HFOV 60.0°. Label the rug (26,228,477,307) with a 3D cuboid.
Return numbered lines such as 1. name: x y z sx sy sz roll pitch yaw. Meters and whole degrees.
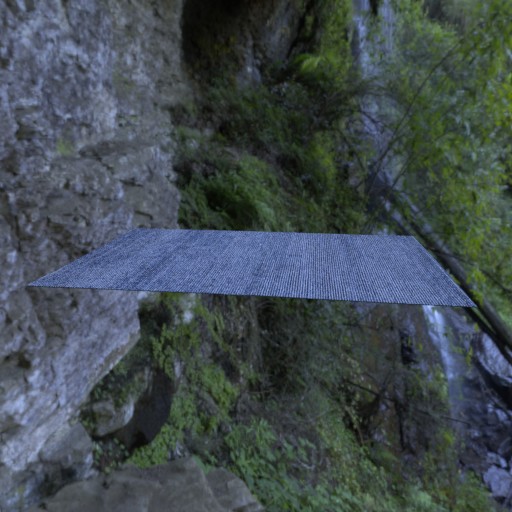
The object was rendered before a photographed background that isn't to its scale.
1. rug: 0.000 0.000 2.213 1.740 0.010 1.135 2 16 8
